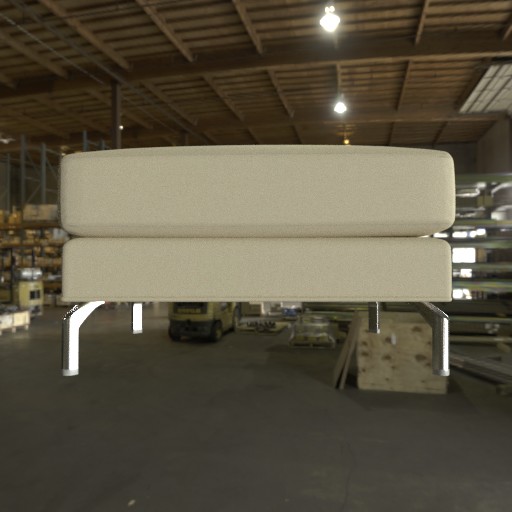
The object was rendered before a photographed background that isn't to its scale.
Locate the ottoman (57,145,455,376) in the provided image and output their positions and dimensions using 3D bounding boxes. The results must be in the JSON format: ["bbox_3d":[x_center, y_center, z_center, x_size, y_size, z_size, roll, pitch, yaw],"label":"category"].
[{"bbox_3d":[0.000,0.000,1.187,0.835,0.497,0.581,0,-1,0],"label":"ottoman"}]
